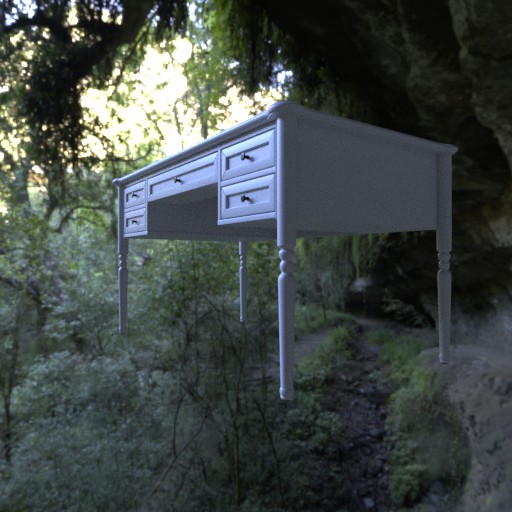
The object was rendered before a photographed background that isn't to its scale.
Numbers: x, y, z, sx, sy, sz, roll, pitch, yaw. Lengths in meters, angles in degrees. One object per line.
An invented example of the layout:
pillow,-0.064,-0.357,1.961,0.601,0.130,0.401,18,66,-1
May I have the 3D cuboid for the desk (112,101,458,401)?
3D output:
desk,0.000,0.000,1.871,0.807,0.762,1.380,0,-1,-35
